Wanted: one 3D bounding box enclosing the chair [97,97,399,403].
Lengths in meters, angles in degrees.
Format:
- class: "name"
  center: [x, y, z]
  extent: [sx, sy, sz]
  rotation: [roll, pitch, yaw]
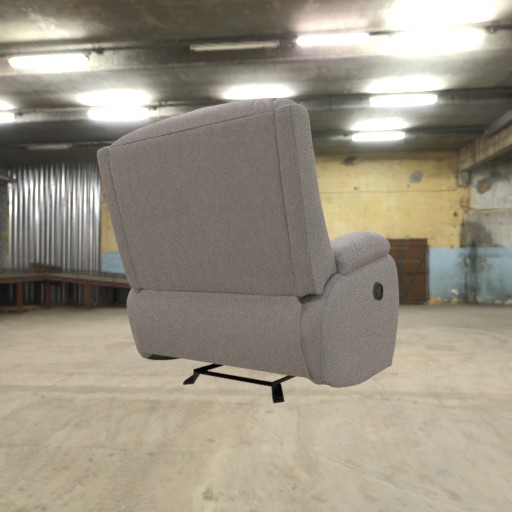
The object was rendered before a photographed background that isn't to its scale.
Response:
- class: "chair"
  center: [0.000, 0.000, 1.796]
  extent: [0.930, 1.011, 0.899]
  rotation: [-1, -2, 34]
